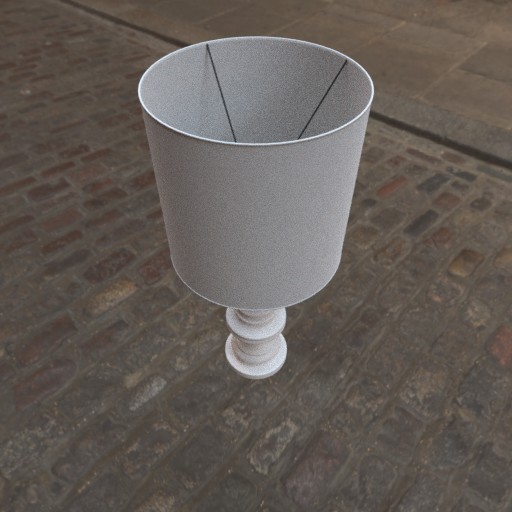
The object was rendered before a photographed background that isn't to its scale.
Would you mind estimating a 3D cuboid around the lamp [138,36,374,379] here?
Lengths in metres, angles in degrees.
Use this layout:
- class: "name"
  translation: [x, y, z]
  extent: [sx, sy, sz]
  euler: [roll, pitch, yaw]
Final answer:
- class: "lamp"
  translation: [0.000, 0.000, 0.563]
  extent: [0.208, 0.455, 0.208]
  euler: [32, 54, 27]
